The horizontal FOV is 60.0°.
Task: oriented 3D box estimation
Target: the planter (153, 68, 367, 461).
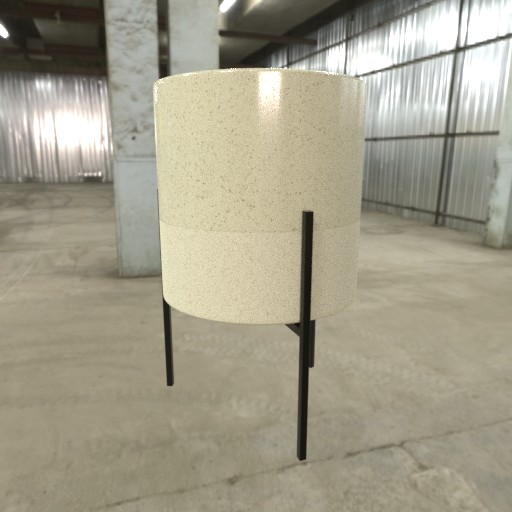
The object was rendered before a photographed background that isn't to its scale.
[{"bbox_3d":[0.000,0.000,0.541,0.243,0.390,0.234,2,13,9],"label":"planter"}]
